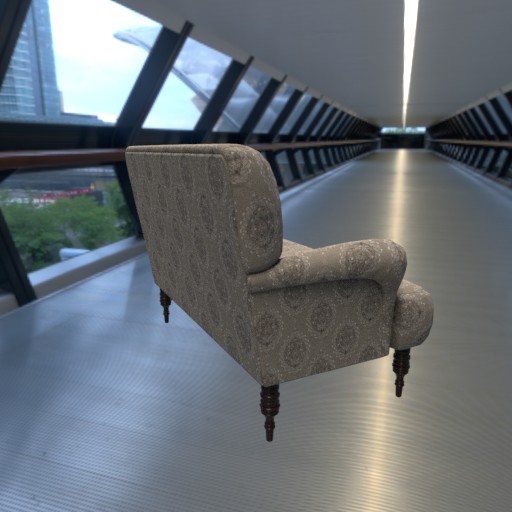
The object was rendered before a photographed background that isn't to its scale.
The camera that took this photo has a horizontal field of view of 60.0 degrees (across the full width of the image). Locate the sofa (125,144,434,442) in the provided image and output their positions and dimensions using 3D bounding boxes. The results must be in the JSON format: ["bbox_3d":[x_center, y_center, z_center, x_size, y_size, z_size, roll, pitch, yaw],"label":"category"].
[{"bbox_3d":[0.000,0.000,1.835,0.779,0.889,1.297,-7,15,-27],"label":"sofa"}]
